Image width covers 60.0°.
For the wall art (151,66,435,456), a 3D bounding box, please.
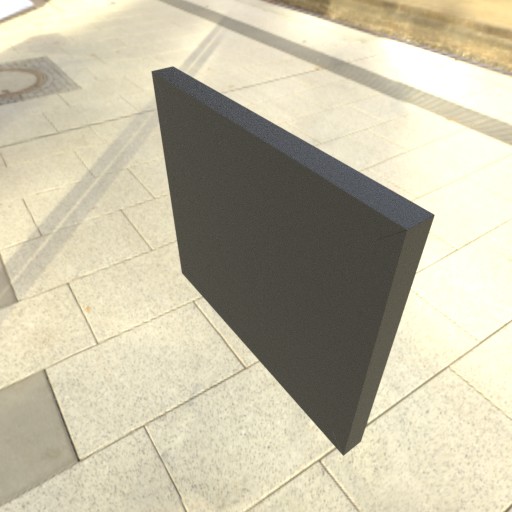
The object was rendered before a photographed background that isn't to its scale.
[{"bbox_3d":[0.000,0.000,0.526,0.029,0.330,0.381,-26,47,-26],"label":"wall art"}]
